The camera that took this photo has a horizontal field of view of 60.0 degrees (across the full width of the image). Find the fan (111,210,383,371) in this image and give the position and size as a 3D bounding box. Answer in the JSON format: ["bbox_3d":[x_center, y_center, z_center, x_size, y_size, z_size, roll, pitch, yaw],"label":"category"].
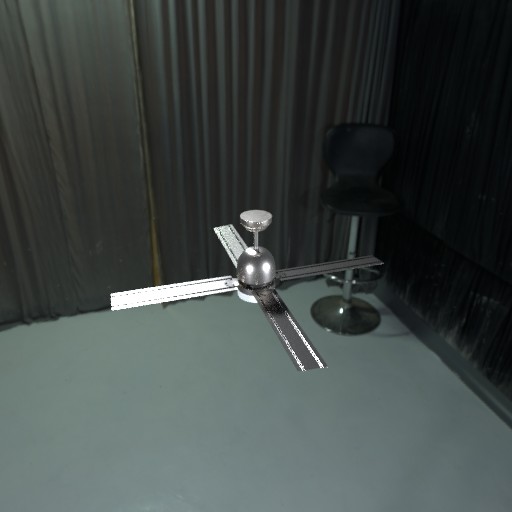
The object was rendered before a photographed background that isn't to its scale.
[{"bbox_3d":[0.000,0.000,2.088,1.346,0.406,1.346,-9,29,-17],"label":"fan"}]
